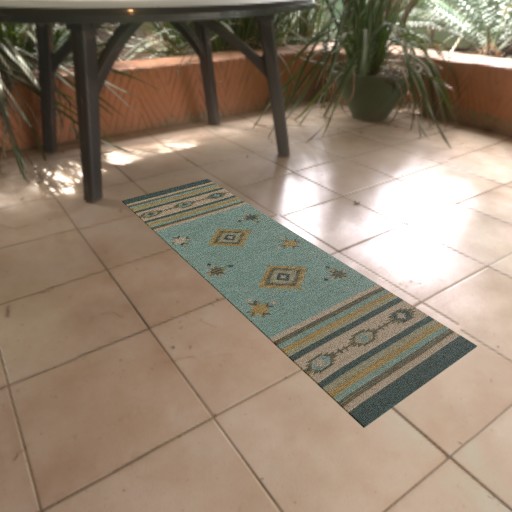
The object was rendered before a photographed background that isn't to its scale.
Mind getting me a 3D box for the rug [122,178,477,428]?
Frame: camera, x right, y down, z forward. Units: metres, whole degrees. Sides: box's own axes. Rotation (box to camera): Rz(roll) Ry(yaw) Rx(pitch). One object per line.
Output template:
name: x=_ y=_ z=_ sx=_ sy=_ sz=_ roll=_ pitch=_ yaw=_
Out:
rug: x=0.000 y=0.000 z=2.687 sx=0.744 sy=0.010 sz=2.441 roll=-21 pitch=38 yaw=-29
